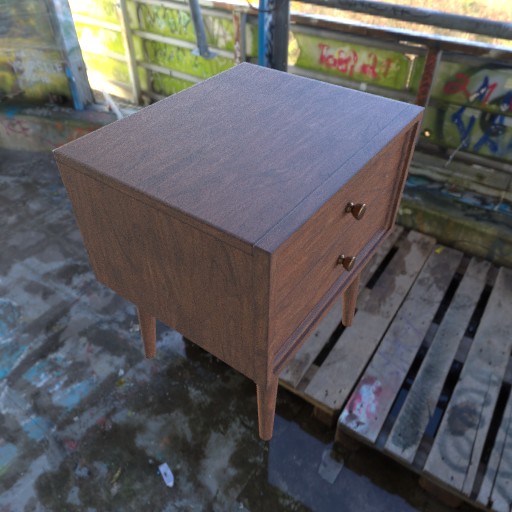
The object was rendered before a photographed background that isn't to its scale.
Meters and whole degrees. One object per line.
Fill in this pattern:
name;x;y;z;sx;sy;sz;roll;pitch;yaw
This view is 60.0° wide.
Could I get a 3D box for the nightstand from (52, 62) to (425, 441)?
nightstand;0.000;0.000;0.984;0.445;0.607;0.521;26;48;26
